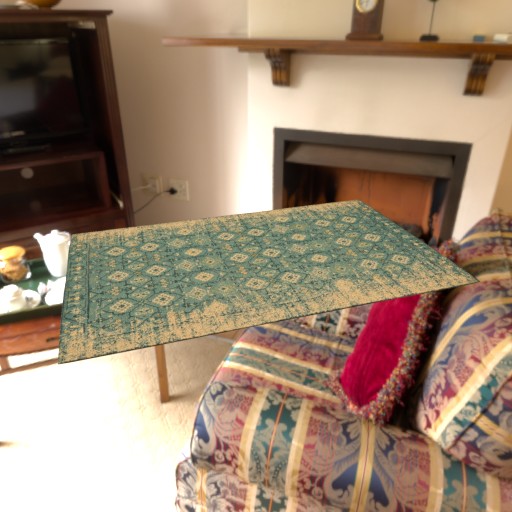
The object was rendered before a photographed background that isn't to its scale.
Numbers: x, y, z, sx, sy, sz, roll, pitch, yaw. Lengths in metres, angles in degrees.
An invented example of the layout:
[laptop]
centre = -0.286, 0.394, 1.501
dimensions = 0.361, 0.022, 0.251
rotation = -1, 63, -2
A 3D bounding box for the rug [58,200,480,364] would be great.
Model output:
[rug]
centre = 0.000, 0.000, 2.223
dimensions = 1.795, 0.008, 1.102
rotation = -9, 29, -16
